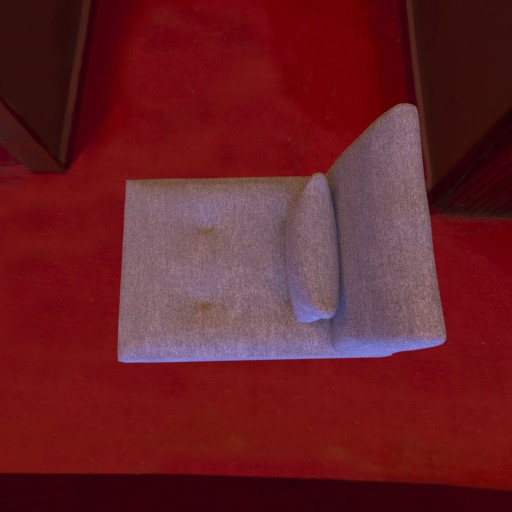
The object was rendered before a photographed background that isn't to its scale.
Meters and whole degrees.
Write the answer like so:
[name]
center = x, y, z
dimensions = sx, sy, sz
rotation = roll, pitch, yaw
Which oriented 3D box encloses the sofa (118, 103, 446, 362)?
[sofa]
center = 0.000, 0.000, 1.551
dimensions = 1.000, 0.820, 0.700
rotation = -1, 76, 0
